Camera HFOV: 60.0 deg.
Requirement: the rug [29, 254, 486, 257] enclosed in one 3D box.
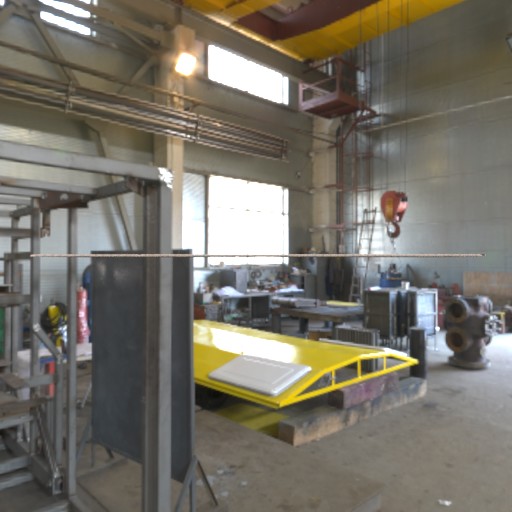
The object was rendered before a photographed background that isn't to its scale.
[{"bbox_3d":[0.000,0.000,2.739,2.438,0.012,0.762,0,0,1],"label":"rug"}]
